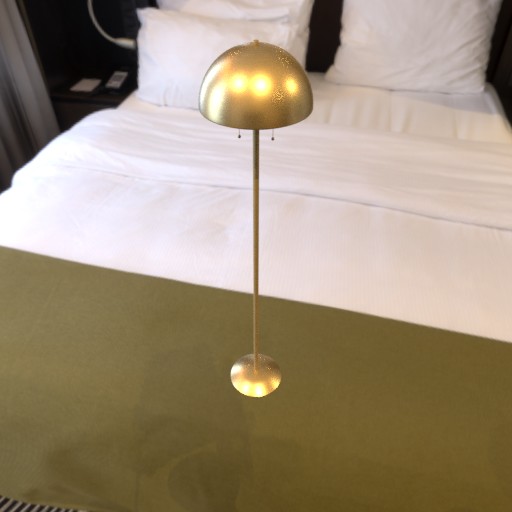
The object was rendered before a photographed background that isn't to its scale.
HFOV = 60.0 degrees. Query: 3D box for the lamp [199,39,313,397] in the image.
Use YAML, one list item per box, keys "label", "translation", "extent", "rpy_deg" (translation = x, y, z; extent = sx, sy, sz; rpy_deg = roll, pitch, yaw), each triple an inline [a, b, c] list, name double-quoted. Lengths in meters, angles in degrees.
- label: "lamp"
  translation: [0.000, 0.000, 1.639]
  extent: [0.328, 1.480, 0.328]
  rpy_deg: [-12, 42, -14]
